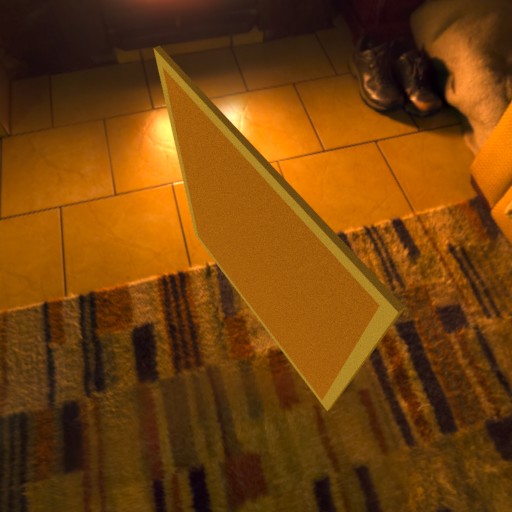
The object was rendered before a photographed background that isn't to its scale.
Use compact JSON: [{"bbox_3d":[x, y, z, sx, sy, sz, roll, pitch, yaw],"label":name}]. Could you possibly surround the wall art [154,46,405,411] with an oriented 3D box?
[{"bbox_3d":[0.000,0.000,0.689,0.009,0.457,0.456,-31,65,-17],"label":"wall art"}]
